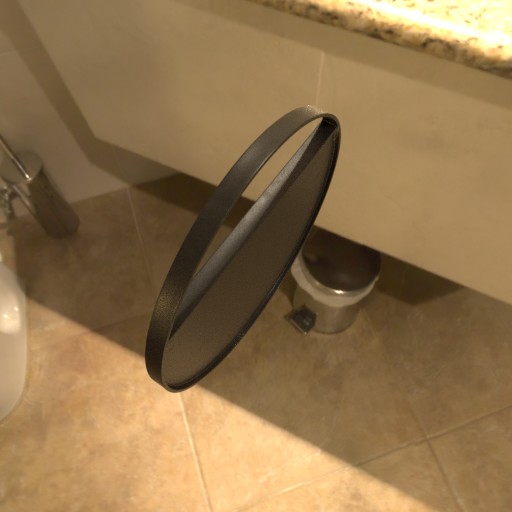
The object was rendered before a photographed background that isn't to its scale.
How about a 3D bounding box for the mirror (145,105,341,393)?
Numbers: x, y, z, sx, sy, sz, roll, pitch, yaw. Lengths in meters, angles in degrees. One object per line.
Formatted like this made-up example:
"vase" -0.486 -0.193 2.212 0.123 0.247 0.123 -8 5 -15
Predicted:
"mirror" 0.000 0.000 0.828 0.032 0.565 0.565 31 66 15
